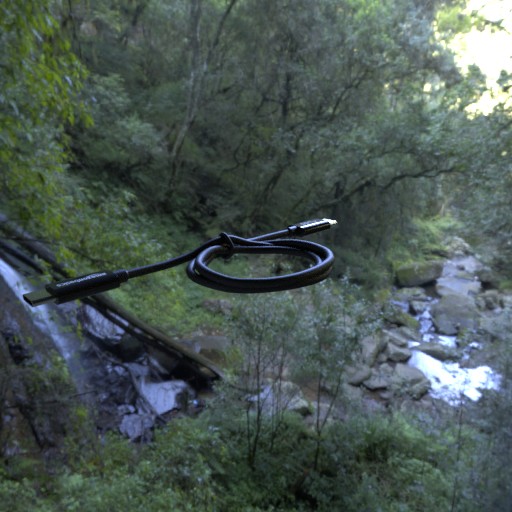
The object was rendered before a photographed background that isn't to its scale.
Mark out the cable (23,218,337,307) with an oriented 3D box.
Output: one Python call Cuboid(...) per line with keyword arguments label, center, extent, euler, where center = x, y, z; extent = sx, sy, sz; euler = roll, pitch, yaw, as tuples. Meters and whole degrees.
Cuboid(label="cable", center=(0.000, 0.000, 0.209), extent=(0.186, 0.014, 0.070), euler=(-17, 24, -41))
